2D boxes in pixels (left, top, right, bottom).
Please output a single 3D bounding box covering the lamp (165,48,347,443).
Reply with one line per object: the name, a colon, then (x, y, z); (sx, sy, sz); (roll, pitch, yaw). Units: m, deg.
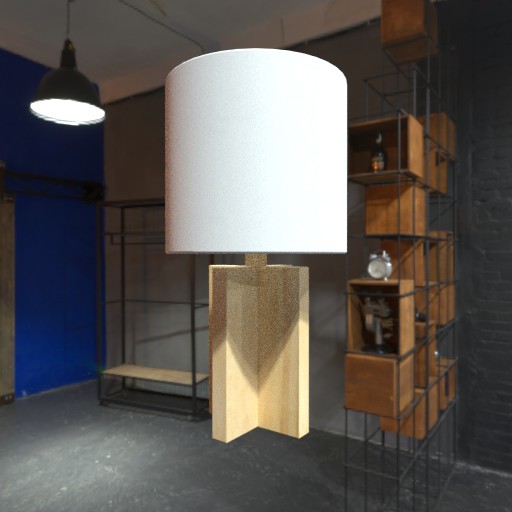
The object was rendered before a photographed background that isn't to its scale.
lamp: (0.000, 0.000, 0.570); (0.229, 0.428, 0.229); (0, 0, 37)
